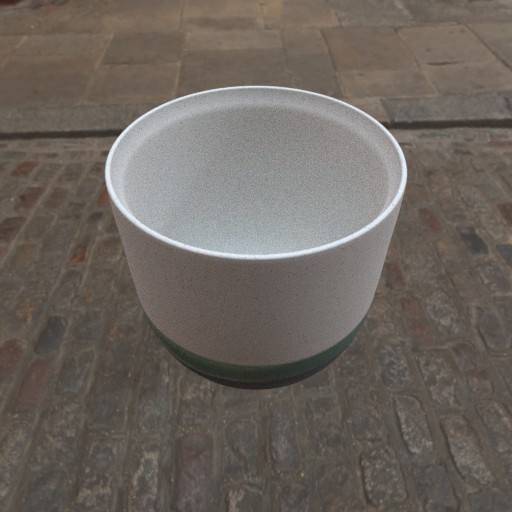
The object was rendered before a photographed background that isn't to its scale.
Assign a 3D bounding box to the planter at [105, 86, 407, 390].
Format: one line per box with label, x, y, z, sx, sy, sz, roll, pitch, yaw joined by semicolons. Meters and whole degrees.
planter;0.000;0.000;0.496;0.268;0.270;0.268;0;46;0
